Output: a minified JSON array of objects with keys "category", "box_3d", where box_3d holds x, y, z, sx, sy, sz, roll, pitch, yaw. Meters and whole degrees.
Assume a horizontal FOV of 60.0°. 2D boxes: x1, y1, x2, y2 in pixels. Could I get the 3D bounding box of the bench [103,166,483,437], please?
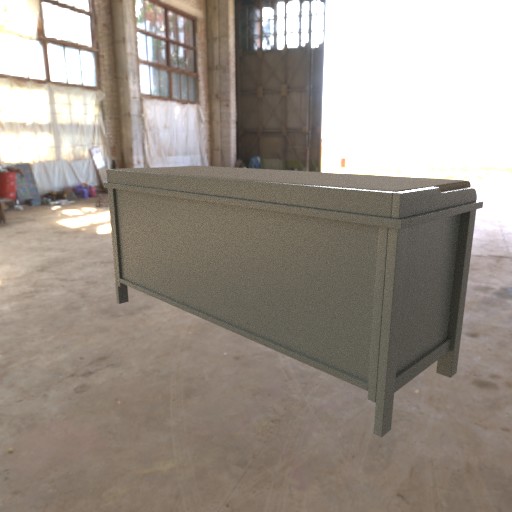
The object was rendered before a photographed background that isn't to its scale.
[{"category":"bench","box_3d":[0.000,0.000,1.363,0.398,0.501,1.140,-13,19,-43]}]
